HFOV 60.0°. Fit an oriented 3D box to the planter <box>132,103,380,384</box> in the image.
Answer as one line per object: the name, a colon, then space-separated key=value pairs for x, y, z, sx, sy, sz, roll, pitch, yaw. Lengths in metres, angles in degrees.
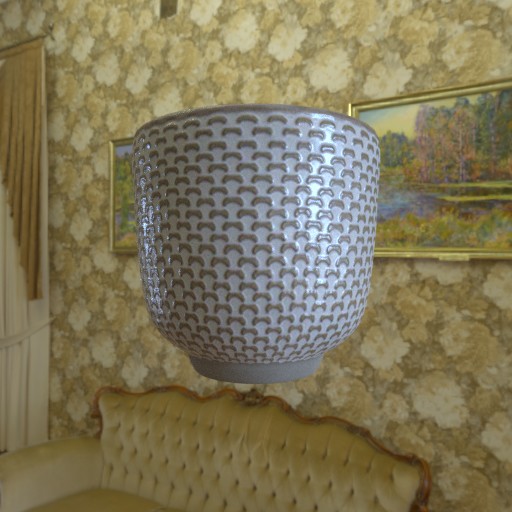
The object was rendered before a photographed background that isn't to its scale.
planter: x=0.000 y=0.000 z=0.256 sx=0.139 sy=0.130 sz=0.139 roll=0 pitch=-1 yaw=0
